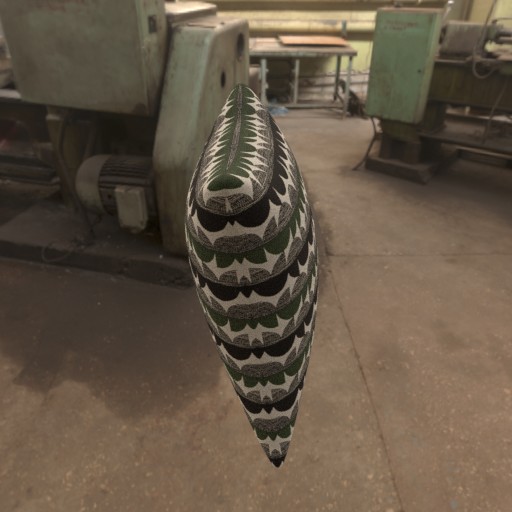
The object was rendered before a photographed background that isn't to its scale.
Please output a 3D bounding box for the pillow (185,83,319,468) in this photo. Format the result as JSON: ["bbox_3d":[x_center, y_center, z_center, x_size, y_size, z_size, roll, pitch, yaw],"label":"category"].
[{"bbox_3d":[0.000,0.000,0.650,0.180,0.404,0.419,0,32,0],"label":"pillow"}]
